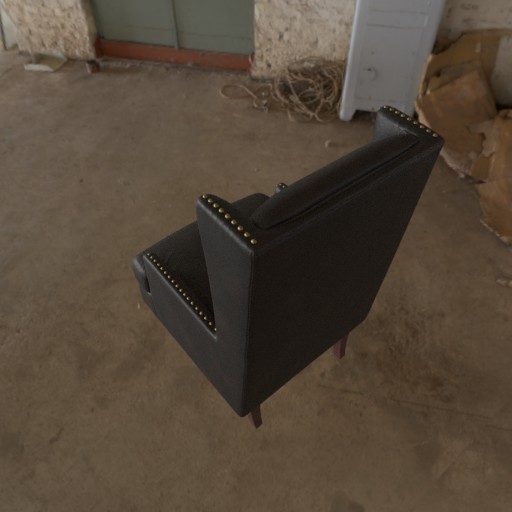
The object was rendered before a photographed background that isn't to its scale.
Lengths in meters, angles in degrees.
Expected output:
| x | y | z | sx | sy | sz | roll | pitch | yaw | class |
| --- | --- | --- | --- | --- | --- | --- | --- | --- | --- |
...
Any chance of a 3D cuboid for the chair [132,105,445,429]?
| x | y | z | sx | sy | sz | roll | pitch | yaw | class |
| --- | --- | --- | --- | --- | --- | --- | --- | --- | --- |
| 0.000 | 0.000 | 1.646 | 0.703 | 1.142 | 0.799 | -31 | 54 | -26 | chair |
